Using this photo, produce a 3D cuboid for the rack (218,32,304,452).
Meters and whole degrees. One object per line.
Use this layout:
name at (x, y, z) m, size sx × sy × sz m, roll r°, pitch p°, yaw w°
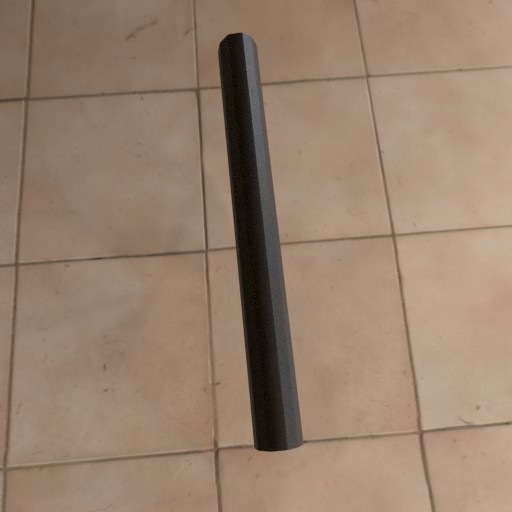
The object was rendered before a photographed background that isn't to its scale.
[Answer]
rack at (0.000, 0.000, 0.452) m, size 0.041 × 0.241 × 0.330 m, roll -6°, pitch 76°, yaw -1°
